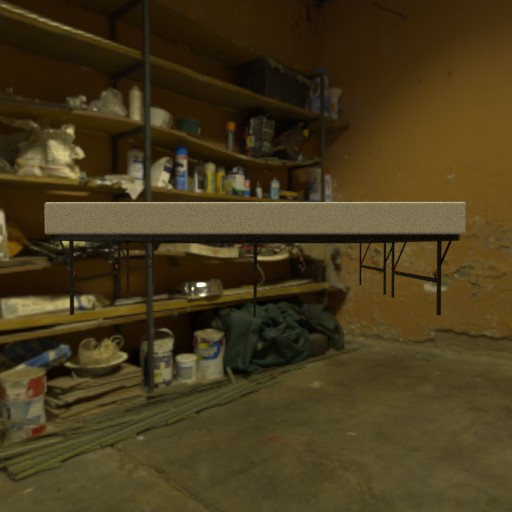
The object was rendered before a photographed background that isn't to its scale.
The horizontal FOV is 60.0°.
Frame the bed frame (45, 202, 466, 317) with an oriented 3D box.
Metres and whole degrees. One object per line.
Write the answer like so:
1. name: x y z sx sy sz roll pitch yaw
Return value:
1. bed frame: 0.000 0.000 3.102 2.032 0.559 1.930 0 1 0
